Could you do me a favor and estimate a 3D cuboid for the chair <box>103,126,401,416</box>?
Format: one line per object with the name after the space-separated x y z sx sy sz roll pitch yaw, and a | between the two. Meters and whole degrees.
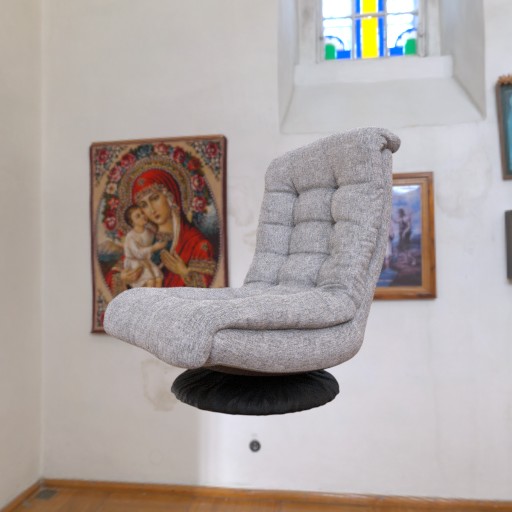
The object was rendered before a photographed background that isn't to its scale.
0.000 0.000 0.987 0.583 0.600 0.400 0 0 -38 | chair
